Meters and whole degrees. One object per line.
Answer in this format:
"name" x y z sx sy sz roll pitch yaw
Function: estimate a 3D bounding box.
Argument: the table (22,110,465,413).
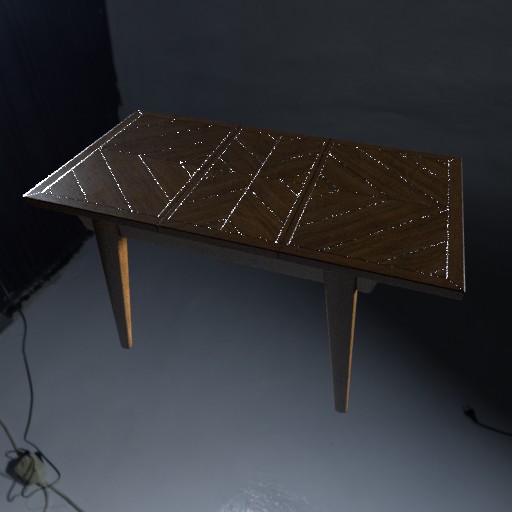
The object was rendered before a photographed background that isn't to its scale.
"table" 0.000 0.000 1.837 1.400 0.760 0.757 12 42 14
